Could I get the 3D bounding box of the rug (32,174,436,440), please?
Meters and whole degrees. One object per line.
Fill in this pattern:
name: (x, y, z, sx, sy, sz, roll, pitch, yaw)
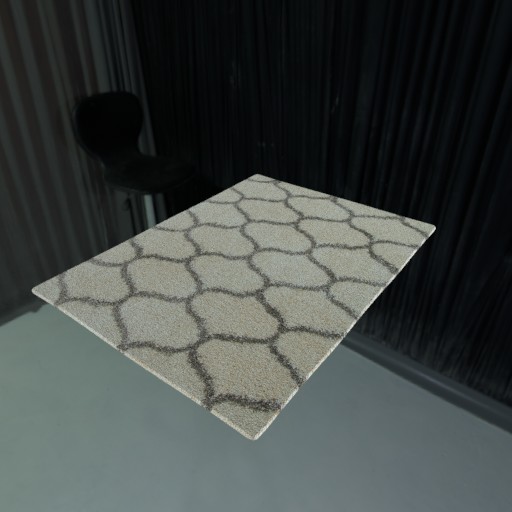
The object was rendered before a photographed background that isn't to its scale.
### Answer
rug: (0.000, 0.000, 2.122, 1.200, 0.025, 1.600, 22, 39, 30)
